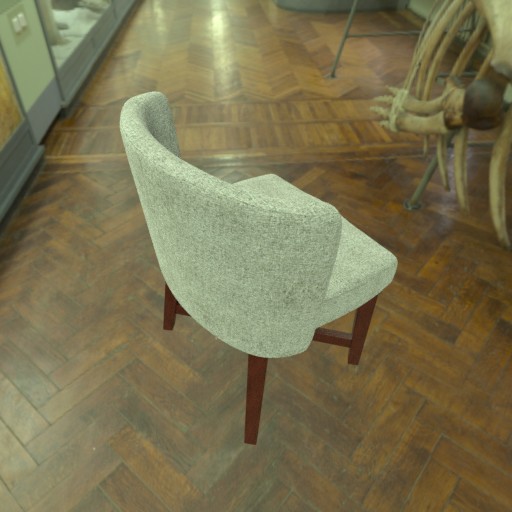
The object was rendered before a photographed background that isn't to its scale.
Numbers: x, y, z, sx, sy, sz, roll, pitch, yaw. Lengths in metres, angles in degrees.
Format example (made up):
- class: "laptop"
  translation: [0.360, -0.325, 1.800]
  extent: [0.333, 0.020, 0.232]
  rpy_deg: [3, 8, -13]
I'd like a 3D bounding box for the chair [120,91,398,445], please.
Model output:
- class: "chair"
  translation: [0.000, 0.000, 1.262]
  extent: [0.575, 0.827, 0.728]
  rpy_deg: [-25, 46, -26]
